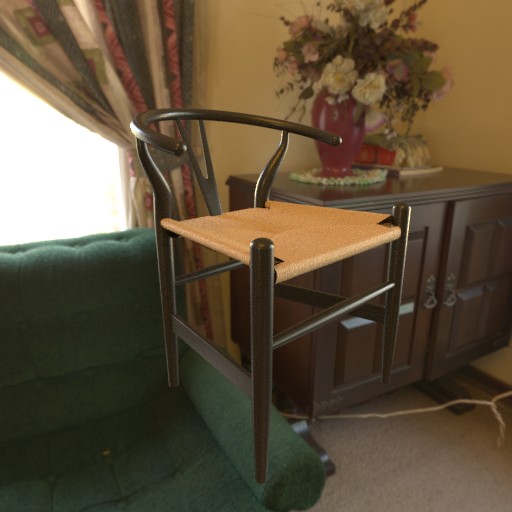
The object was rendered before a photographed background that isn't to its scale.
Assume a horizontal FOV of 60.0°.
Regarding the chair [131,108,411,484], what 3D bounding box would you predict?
[{"bbox_3d":[0.000,0.000,1.151,0.570,0.739,0.570,16,23,42],"label":"chair"}]
